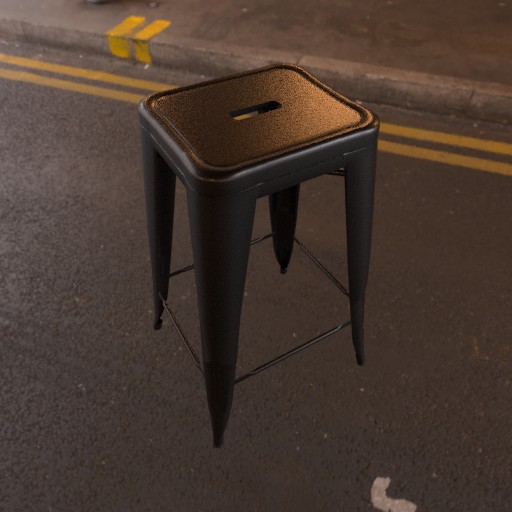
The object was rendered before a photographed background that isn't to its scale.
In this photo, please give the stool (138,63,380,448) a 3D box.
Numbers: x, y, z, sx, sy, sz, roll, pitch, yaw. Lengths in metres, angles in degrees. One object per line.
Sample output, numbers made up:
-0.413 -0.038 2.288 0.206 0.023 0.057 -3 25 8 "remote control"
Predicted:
0.000 0.000 0.858 0.399 0.609 0.359 -23 50 -21 "stool"
